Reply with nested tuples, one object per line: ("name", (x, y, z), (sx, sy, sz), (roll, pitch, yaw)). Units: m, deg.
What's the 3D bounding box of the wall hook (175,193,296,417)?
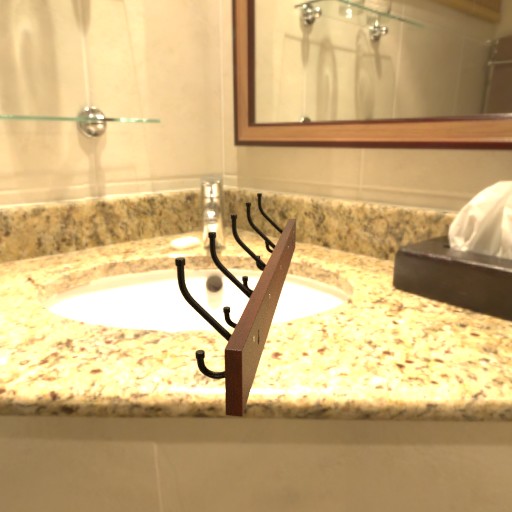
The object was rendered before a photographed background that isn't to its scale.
("wall hook", (0.000, 0.000, 0.623), (0.071, 0.117, 0.571), (2, 15, 9))
